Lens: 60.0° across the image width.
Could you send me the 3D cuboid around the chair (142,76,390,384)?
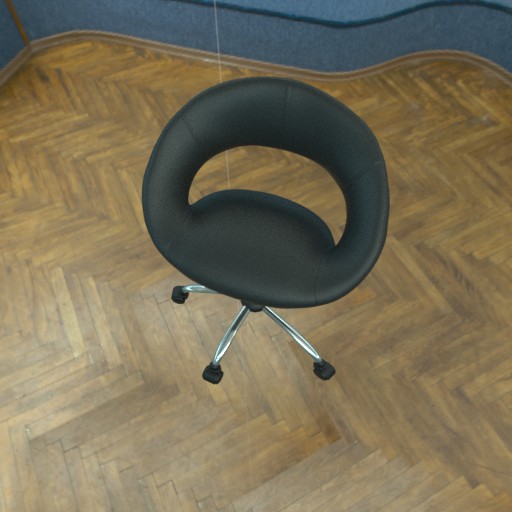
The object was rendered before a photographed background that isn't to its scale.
[{"bbox_3d":[0.000,0.000,1.193,0.612,0.791,0.538,17,60,10],"label":"chair"}]
